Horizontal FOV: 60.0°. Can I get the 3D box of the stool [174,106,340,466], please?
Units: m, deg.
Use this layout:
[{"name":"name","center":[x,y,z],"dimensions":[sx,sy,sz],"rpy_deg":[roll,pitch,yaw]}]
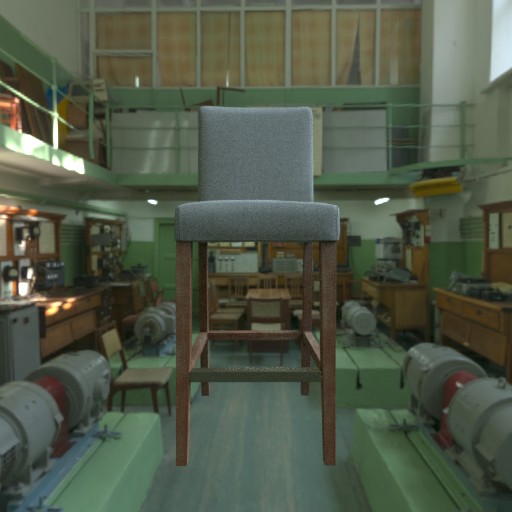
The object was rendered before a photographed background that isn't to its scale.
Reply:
[{"name":"stool","center":[0.000,0.000,1.421],"dimensions":[0.439,1.088,0.570],"rpy_deg":[0,2,0]}]
